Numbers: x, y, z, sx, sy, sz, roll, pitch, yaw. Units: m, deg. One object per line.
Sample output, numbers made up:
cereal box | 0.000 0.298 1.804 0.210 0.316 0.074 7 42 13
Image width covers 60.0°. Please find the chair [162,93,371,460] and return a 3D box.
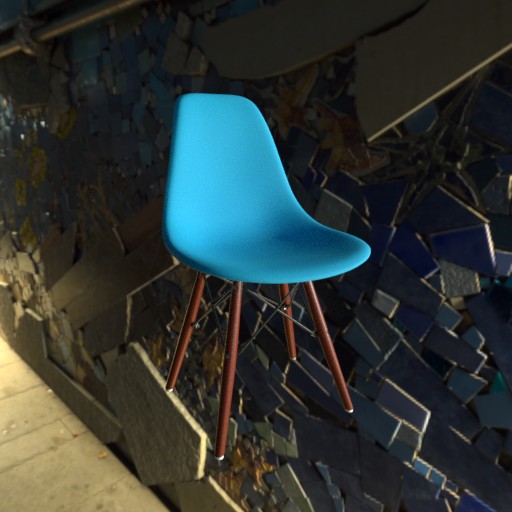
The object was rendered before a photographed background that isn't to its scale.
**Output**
chair | 0.000 0.000 1.144 0.470 0.826 0.533 -8 17 -28
